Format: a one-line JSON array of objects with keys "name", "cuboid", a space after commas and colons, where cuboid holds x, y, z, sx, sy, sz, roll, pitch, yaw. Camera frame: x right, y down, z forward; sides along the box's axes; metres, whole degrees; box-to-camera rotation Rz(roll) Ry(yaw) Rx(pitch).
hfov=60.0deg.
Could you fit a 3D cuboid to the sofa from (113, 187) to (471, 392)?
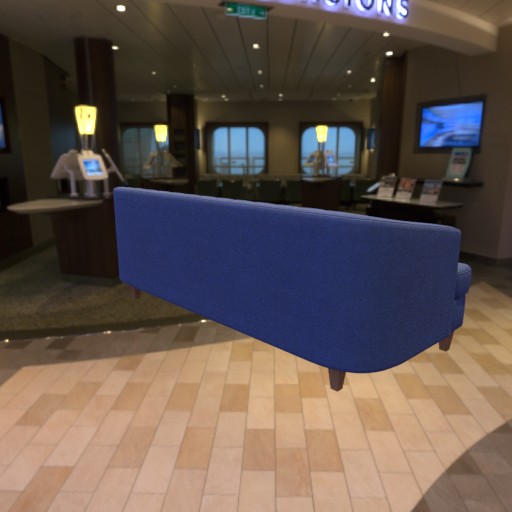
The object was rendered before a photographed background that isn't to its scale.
[{"name": "sofa", "cuboid": [0.000, 0.000, 2.726, 0.914, 0.787, 2.235, -13, 18, -43]}]
